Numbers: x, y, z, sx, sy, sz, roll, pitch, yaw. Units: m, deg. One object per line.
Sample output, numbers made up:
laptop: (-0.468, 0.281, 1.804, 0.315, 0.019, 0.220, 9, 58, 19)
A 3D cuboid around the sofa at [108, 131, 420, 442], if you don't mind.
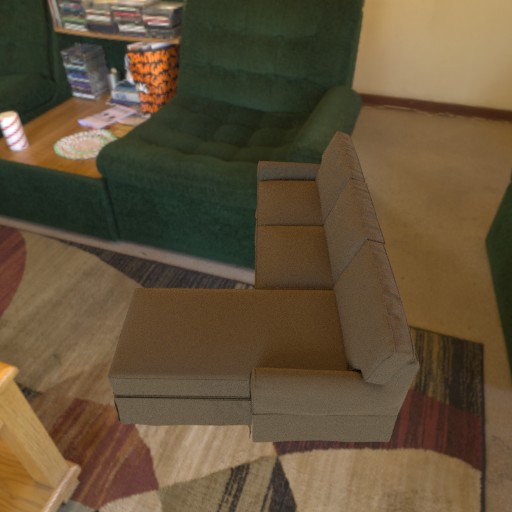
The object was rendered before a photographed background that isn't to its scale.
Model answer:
sofa: (0.000, 0.000, 3.361, 1.733, 0.978, 2.475, 1, 41, 1)
